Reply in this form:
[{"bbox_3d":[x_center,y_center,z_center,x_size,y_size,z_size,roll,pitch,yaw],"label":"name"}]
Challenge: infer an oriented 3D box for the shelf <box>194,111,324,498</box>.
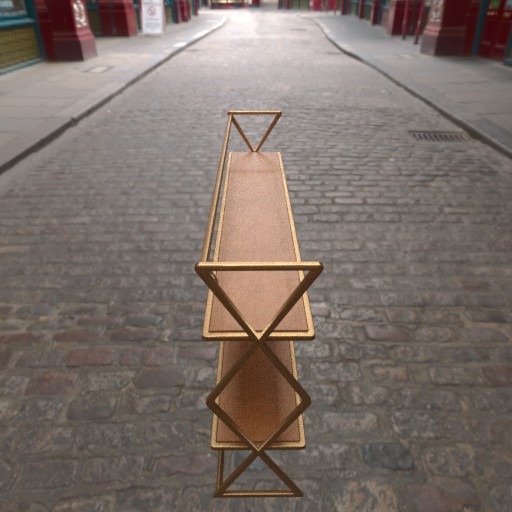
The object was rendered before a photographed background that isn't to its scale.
[{"bbox_3d":[0.000,0.000,0.977,0.150,0.450,0.822,0,30,0],"label":"shelf"}]
